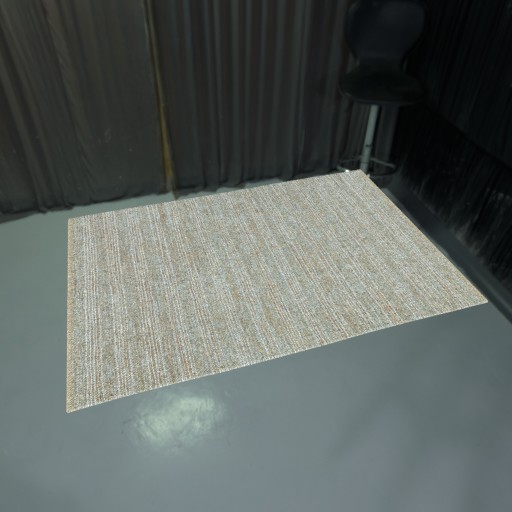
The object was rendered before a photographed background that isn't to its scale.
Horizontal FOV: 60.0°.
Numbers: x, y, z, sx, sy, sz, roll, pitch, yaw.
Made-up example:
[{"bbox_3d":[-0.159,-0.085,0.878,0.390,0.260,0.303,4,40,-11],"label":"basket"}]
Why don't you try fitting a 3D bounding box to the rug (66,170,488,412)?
[{"bbox_3d":[0.000,0.000,2.254,1.824,0.010,1.240,-12,42,-13],"label":"rug"}]
